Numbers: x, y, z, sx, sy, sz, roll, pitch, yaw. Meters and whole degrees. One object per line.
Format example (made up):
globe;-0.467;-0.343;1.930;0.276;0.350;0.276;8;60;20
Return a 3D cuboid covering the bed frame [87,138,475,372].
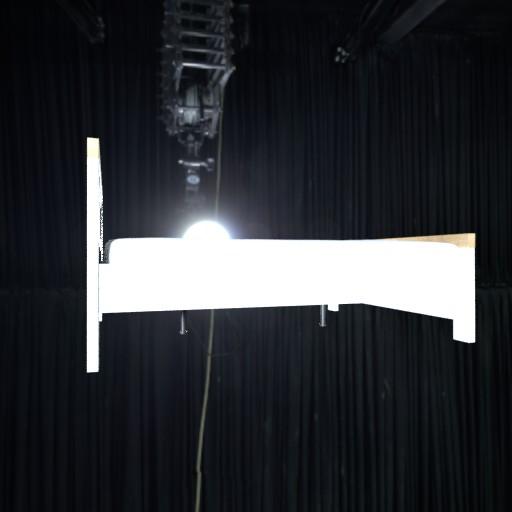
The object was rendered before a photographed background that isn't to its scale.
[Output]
bed frame;0.000;0.000;2.966;2.050;0.980;1.670;0;0;-19
